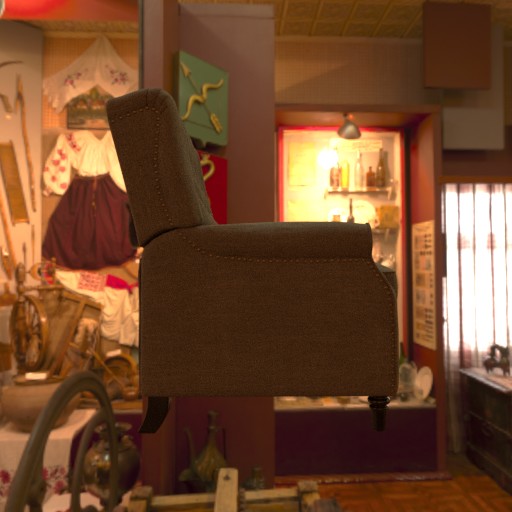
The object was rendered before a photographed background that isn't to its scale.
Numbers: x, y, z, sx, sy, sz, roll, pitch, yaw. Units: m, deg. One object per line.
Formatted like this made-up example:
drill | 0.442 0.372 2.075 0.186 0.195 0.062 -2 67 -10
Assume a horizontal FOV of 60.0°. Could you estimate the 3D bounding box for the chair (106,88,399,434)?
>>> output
chair | 0.000 0.000 1.606 0.898 1.035 0.742 0 -1 -1
